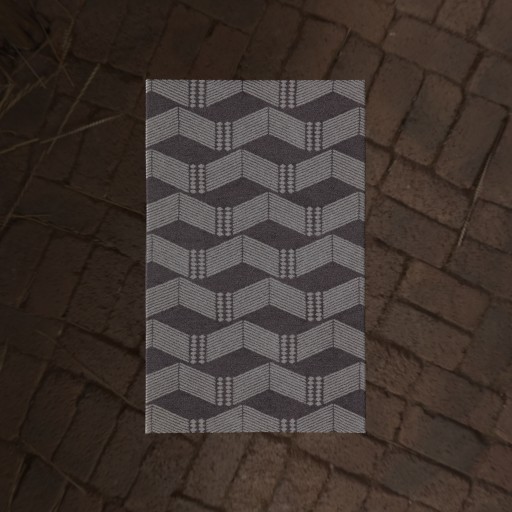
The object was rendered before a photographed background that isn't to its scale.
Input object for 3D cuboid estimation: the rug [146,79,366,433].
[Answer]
[{"bbox_3d":[0.000,0.000,3.057,1.517,0.011,2.435,0,90,0],"label":"rug"}]
